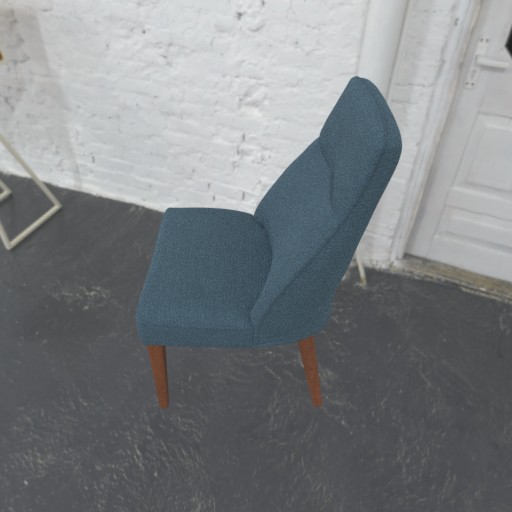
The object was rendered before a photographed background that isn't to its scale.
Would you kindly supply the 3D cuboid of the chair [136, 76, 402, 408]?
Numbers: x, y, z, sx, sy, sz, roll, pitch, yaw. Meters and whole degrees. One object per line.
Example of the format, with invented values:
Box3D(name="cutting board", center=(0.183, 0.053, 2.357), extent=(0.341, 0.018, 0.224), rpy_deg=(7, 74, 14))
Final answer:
Box3D(name="chair", center=(0.000, 0.000, 1.297), extent=(0.620, 0.930, 0.500), rpy_deg=(0, 41, 1))
